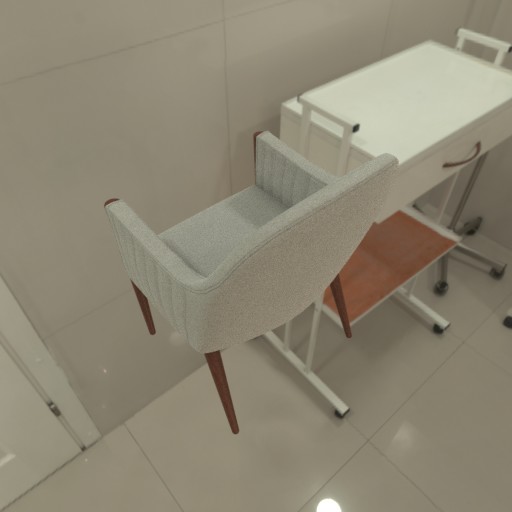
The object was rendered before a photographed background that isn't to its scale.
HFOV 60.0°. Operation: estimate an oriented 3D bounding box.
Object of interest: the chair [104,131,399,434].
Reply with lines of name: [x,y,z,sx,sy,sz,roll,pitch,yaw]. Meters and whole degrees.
chair: [0.000,0.000,1.301,0.610,0.889,0.620,-32,54,-27]
